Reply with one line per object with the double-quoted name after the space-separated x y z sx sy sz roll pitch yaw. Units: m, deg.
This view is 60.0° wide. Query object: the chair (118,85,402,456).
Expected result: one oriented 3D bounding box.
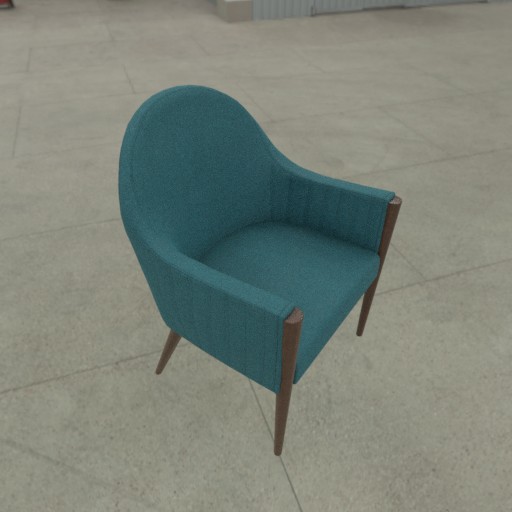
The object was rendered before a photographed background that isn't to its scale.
0.000 0.000 1.386 0.652 0.907 0.656 24 45 27 "chair"
